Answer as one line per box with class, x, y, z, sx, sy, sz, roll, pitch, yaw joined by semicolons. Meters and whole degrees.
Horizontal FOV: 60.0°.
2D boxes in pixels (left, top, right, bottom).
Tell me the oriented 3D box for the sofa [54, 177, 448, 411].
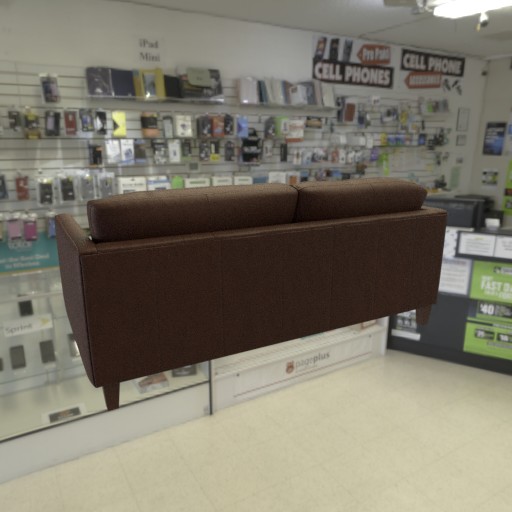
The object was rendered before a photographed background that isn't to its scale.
sofa;0.000;0.000;2.468;1.971;0.863;0.923;-8;17;-27
